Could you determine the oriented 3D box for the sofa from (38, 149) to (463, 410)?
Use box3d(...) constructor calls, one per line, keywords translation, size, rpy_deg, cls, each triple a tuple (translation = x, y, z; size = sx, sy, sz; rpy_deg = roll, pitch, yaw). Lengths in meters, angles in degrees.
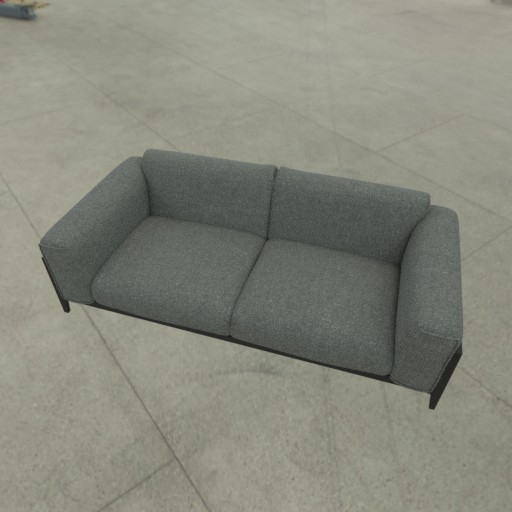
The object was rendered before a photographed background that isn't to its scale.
box3d(translation=(0.000, 0.000, 2.519), size=(2.125, 0.703, 0.985), rpy_deg=(12, 43, 13), cls="sofa")
